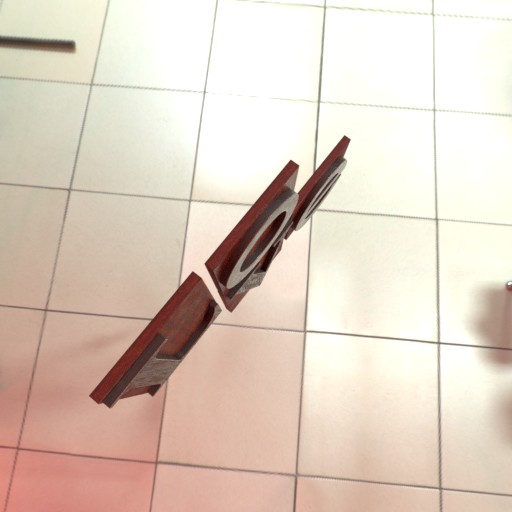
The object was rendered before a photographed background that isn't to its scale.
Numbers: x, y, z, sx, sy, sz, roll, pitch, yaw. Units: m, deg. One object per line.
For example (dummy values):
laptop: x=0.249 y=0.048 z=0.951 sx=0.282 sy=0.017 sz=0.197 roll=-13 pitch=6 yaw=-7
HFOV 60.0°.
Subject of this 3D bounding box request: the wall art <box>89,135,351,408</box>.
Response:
wall art: x=0.000 y=0.000 z=0.847 sx=0.030 sy=0.497 sz=0.635 roll=37 pitch=79 yaw=9
